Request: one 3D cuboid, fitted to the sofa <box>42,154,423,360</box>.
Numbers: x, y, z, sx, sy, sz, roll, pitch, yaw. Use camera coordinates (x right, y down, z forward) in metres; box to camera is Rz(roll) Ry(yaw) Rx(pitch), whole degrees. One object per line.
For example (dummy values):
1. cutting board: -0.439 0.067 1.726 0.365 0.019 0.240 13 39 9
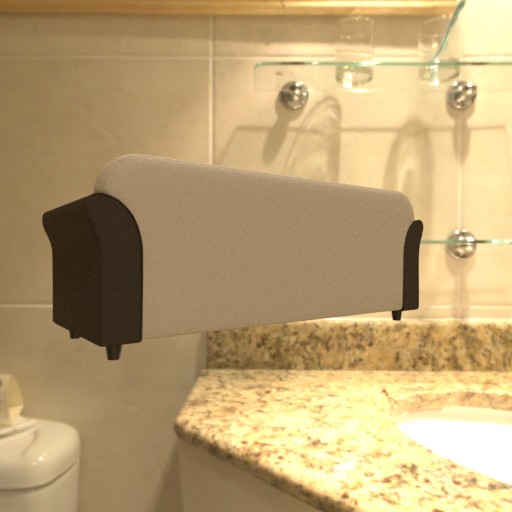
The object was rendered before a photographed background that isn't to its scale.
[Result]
1. sofa: 0.000 0.000 2.418 2.001 0.787 0.755 0 0 -36
